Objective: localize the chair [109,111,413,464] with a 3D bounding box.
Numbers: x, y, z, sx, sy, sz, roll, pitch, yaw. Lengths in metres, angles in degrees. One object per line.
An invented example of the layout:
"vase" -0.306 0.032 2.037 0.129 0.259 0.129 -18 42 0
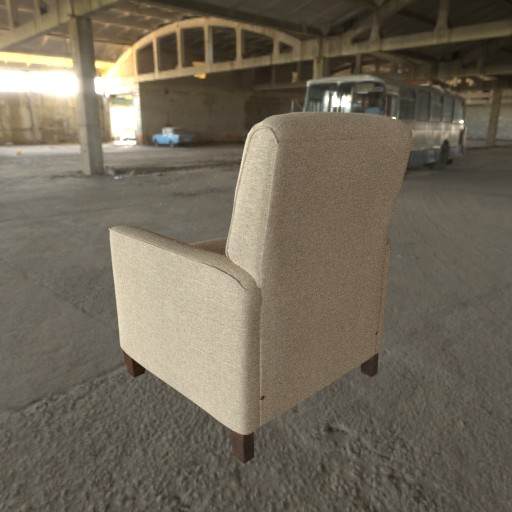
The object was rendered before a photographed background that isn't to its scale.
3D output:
"chair" 0.000 0.000 1.687 0.841 1.028 0.858 -15 22 -42
